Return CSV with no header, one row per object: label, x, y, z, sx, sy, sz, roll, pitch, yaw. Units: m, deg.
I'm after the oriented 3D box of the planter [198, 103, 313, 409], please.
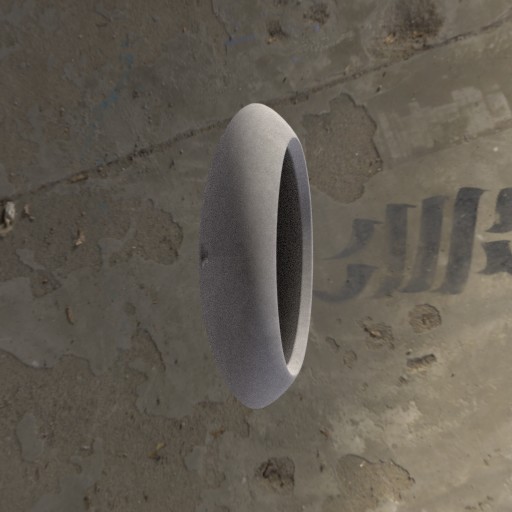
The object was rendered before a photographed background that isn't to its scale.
planter,0.000,0.000,0.284,0.071,0.188,0.185,0,90,-1
